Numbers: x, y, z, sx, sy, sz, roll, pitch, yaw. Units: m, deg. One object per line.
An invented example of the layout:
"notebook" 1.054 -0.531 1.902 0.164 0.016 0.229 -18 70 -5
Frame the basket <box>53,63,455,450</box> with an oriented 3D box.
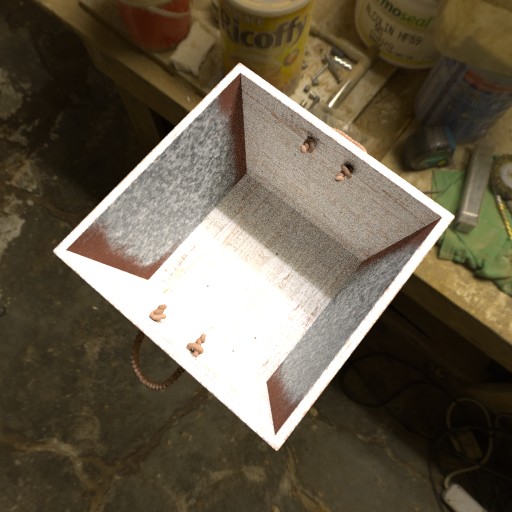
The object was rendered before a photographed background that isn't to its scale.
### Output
"basket" 0.000 0.000 0.758 0.413 0.247 0.545 39 78 10
